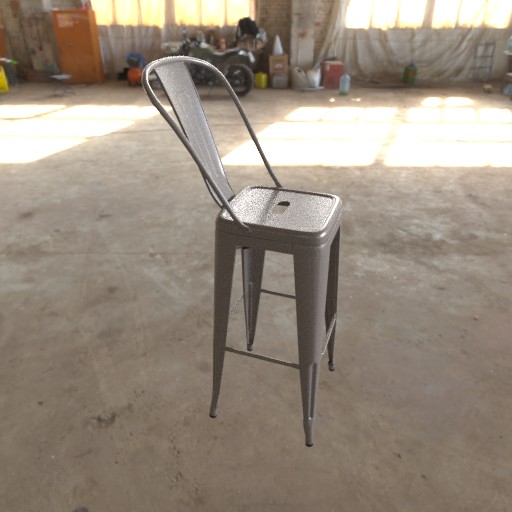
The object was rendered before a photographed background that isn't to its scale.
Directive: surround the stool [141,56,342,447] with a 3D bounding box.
[{"bbox_3d":[0.000,0.000,1.354,0.513,1.096,0.399,10,31,17],"label":"stool"}]
